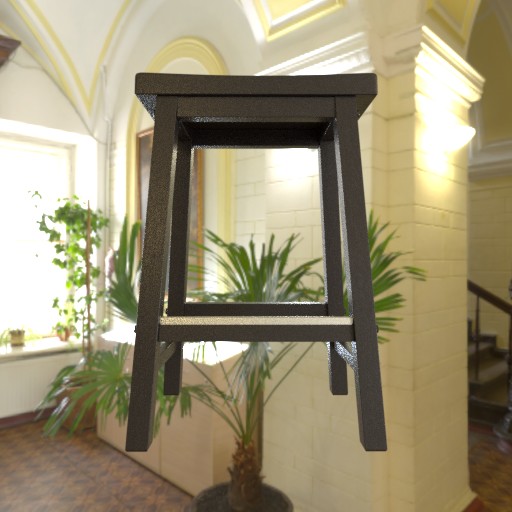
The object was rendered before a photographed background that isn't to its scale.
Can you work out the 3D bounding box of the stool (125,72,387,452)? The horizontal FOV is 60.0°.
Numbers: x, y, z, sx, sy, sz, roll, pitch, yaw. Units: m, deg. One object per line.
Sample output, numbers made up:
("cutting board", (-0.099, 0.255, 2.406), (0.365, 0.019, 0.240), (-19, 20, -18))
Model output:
("stool", (0.000, 0.000, 0.849), (0.406, 0.610, 0.322), (0, -1, 0))
